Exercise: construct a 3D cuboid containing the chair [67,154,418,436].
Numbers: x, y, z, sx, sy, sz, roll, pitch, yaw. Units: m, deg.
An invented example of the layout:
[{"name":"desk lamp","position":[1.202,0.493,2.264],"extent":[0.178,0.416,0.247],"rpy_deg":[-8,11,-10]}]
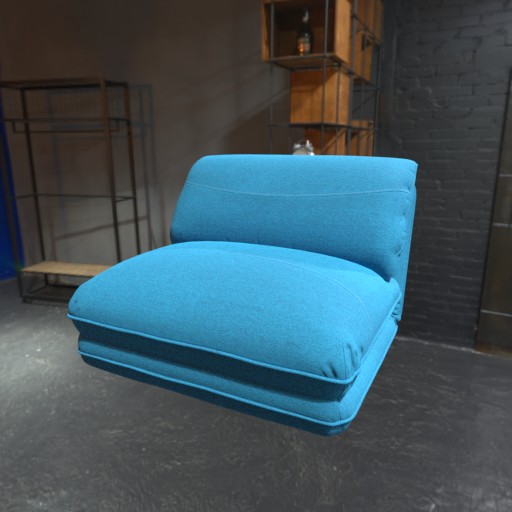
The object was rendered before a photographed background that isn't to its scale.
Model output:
[{"name":"chair","position":[0.000,0.000,1.332],"extent":[0.820,0.580,0.780],"rpy_deg":[7,16,26]}]
